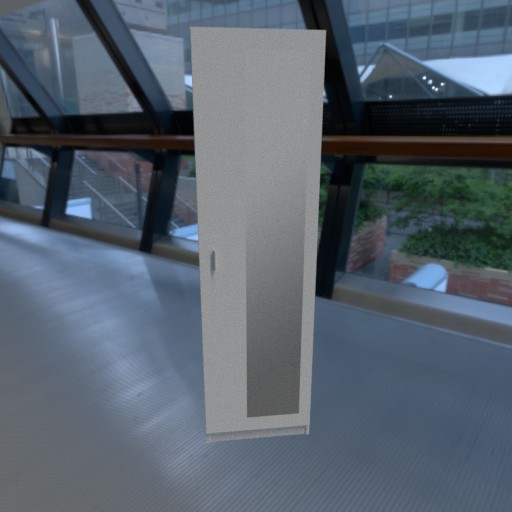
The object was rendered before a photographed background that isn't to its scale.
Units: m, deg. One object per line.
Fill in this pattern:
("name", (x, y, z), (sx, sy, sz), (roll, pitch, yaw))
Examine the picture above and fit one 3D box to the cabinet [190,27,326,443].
("cabinet", (0.000, 0.000, 1.964), (0.500, 1.790, 0.230), (-2, 17, -7))
